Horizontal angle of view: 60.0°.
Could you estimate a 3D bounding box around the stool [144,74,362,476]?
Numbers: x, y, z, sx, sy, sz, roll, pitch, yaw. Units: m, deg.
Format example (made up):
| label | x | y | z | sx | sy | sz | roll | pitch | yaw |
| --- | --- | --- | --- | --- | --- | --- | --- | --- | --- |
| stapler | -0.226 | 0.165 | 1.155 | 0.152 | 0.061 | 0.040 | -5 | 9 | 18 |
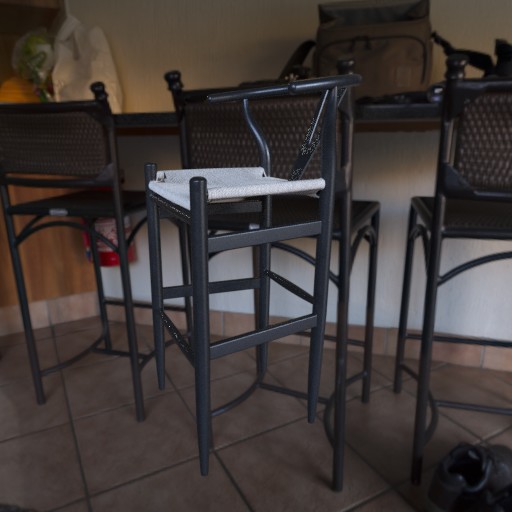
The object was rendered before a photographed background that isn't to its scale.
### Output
| label | x | y | z | sx | sy | sz | roll | pitch | yaw |
| --- | --- | --- | --- | --- | --- | --- | --- | --- | --- |
| stool | 0.000 | 0.000 | 1.400 | 0.579 | 1.072 | 0.569 | -8 | 18 | -25 |
